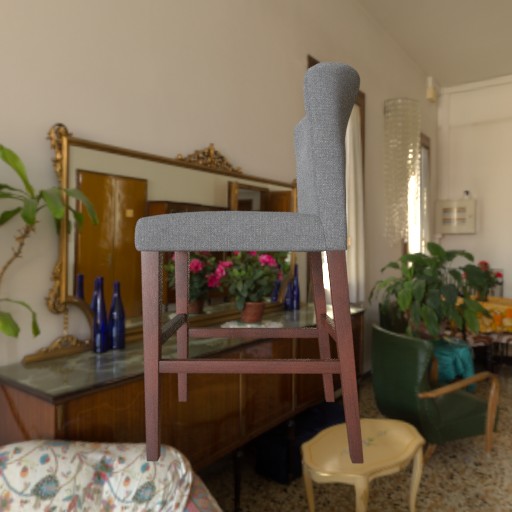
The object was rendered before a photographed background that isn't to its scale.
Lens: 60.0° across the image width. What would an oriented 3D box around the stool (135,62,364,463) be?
[{"bbox_3d":[0.000,0.000,1.255,0.568,0.968,0.479,0,1,1],"label":"stool"}]
